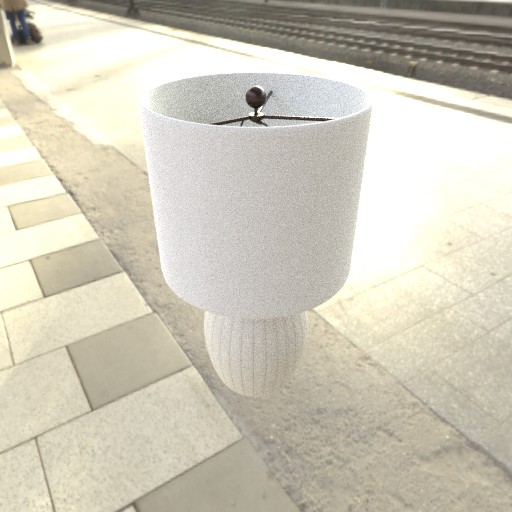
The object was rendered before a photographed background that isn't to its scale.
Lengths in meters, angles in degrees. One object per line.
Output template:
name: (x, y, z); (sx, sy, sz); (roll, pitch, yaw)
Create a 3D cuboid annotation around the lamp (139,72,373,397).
lamp: (0.000, 0.000, 0.780); (0.328, 0.570, 0.328); (0, 33, 0)
